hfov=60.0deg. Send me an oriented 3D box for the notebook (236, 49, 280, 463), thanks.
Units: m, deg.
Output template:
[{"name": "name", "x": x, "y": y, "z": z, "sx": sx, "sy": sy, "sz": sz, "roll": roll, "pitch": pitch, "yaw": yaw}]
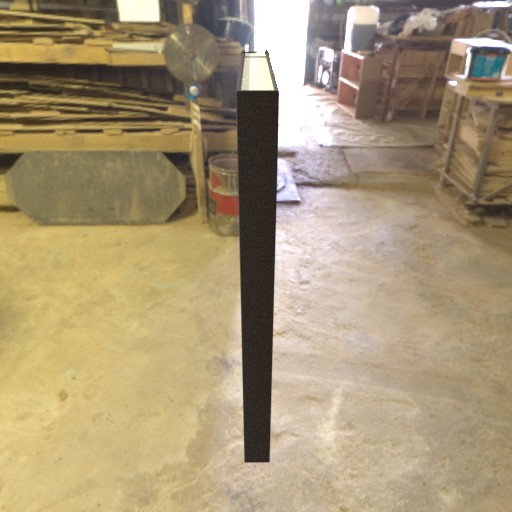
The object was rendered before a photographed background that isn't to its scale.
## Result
[{"name": "notebook", "x": 0.000, "y": 0.000, "z": 0.264, "sx": 0.016, "sy": 0.213, "sz": 0.127, "roll": 0, "pitch": 31, "yaw": 0}]
